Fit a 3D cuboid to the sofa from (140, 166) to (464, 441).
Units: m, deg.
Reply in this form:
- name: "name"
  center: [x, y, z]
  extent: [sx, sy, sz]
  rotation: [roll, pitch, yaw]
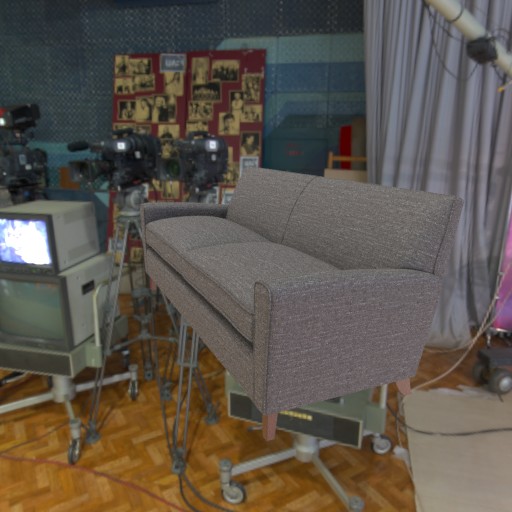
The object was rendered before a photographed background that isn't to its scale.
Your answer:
- name: "sofa"
  center: [0.000, 0.000, 2.459]
  extent: [0.875, 0.846, 1.976]
  rotation: [-7, 17, -25]
